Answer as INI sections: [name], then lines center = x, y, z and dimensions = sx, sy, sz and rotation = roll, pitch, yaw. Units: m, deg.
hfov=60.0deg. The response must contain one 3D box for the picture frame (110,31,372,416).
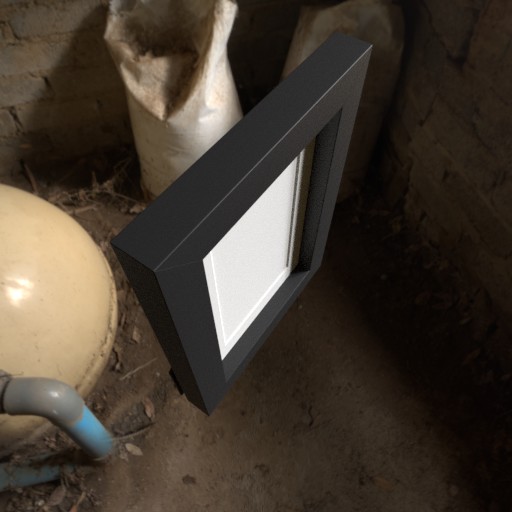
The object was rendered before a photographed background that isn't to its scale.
[picture frame]
center = 0.000, 0.000, 0.273
dimensions = 0.028, 0.208, 0.157
rotation = 31, 63, 18
